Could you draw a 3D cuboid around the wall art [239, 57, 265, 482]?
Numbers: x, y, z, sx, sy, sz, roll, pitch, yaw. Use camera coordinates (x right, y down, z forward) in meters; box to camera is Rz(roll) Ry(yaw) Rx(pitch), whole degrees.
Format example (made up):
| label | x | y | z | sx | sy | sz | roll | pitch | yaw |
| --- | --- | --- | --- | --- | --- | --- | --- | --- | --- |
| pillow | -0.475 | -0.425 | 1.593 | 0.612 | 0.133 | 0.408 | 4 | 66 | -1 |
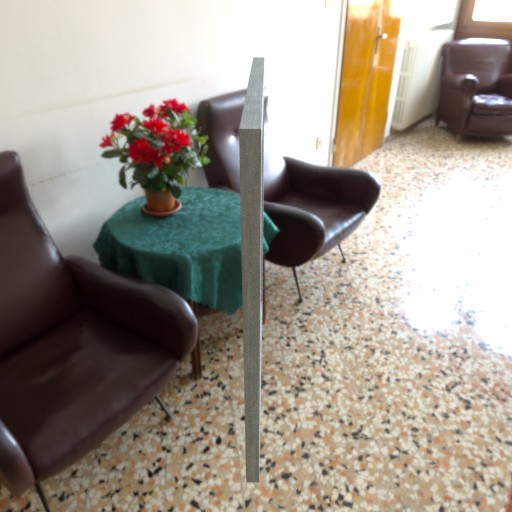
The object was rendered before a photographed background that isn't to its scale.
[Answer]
| label | x | y | z | sx | sy | sz | roll | pitch | yaw |
| --- | --- | --- | --- | --- | --- | --- | --- | --- | --- |
| wall art | 0.000 | 0.000 | 0.782 | 0.022 | 0.582 | 0.479 | 1 | 32 | 1 |
